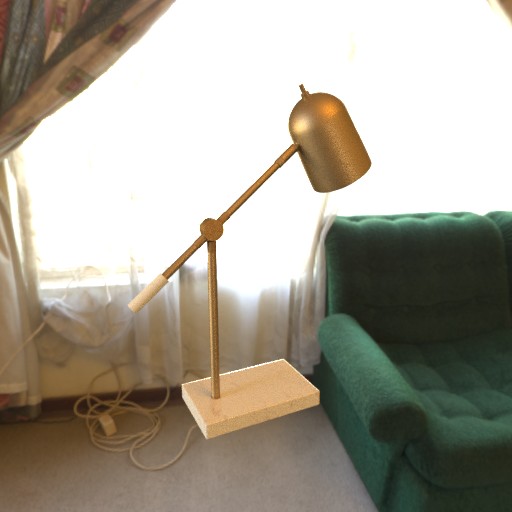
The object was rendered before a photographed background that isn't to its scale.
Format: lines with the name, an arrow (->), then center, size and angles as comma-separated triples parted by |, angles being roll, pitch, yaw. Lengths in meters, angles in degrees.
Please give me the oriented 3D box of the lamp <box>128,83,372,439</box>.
lamp -> 0.000, 0.000, 0.817 | 0.471, 0.603, 0.144 | -8, 17, -25
